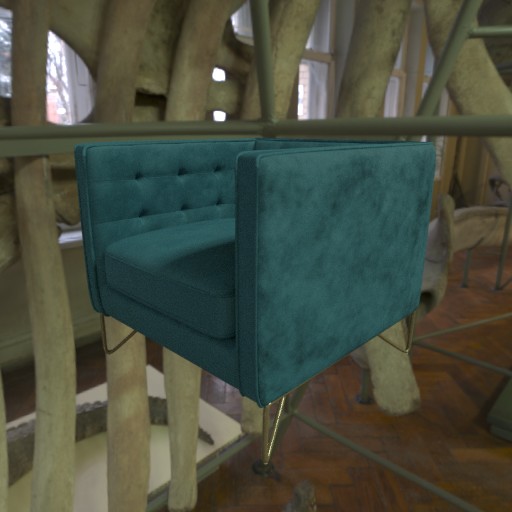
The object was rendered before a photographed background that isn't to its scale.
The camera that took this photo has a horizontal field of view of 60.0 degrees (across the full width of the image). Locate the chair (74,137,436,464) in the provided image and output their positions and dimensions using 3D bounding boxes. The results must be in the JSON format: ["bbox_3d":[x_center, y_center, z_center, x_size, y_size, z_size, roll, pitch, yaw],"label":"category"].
[{"bbox_3d":[0.000,0.000,1.576,0.880,0.790,0.894,15,22,42],"label":"chair"}]
